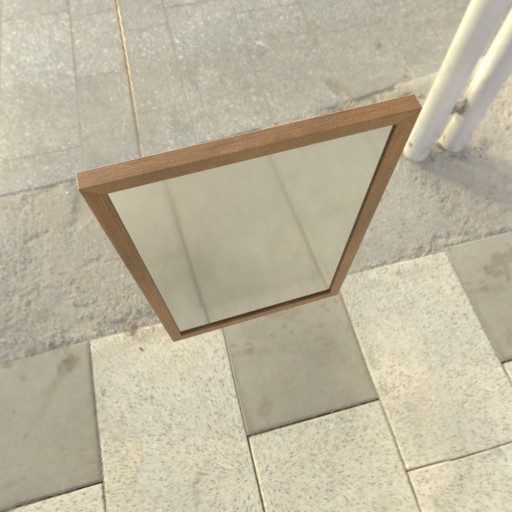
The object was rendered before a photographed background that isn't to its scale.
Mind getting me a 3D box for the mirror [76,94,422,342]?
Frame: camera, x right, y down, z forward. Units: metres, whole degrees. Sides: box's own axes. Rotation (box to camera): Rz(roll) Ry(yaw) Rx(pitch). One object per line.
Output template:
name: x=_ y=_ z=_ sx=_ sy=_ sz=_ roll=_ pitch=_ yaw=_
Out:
mirror: x=0.000 y=0.000 z=1.171 sx=0.609 sy=0.915 sz=0.040 roll=-15 pitch=65 yaw=-7
